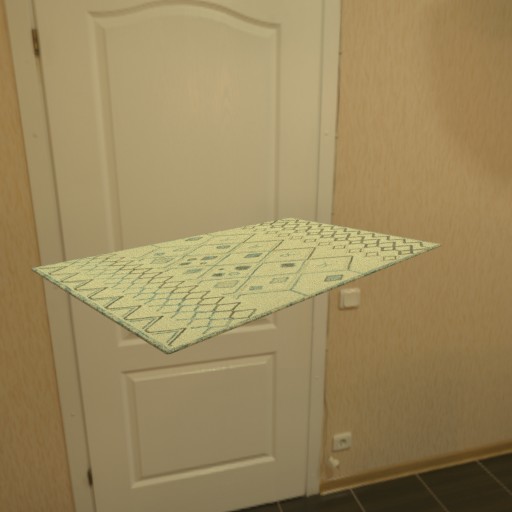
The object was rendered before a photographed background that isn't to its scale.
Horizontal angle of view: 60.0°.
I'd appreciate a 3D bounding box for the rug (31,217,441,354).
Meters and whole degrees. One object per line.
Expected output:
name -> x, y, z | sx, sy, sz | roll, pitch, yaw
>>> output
rug -> 0.000, 0.000, 3.054 | 2.439, 0.015, 1.524 | -15, 21, -42
